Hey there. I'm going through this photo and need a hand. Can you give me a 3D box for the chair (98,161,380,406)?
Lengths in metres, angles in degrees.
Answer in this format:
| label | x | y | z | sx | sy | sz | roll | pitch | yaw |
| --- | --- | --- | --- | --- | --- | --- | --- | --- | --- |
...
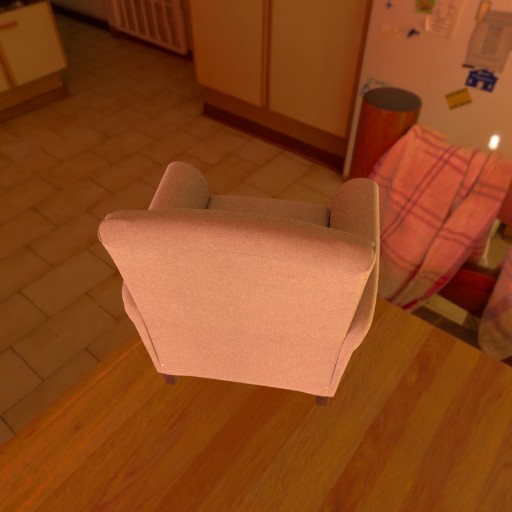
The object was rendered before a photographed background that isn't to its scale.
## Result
| label | x | y | z | sx | sy | sz | roll | pitch | yaw |
| --- | --- | --- | --- | --- | --- | --- | --- | --- | --- |
| chair | 0.000 | 0.000 | 1.782 | 0.978 | 1.061 | 0.905 | 6 | 46 | 6 |
